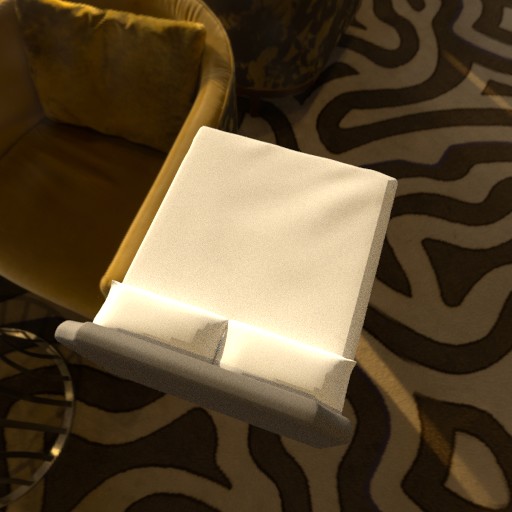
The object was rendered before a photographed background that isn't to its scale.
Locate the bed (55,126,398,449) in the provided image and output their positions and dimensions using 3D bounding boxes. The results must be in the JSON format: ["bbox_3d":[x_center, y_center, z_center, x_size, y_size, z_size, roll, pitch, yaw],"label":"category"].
[{"bbox_3d":[0.000,0.000,3.856,2.194,1.561,2.536,17,67,8],"label":"bed"}]
